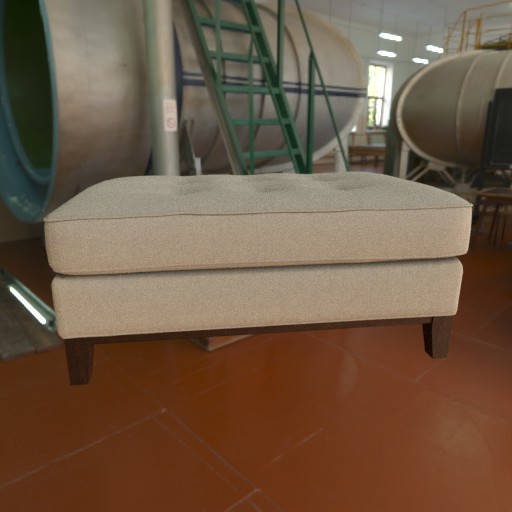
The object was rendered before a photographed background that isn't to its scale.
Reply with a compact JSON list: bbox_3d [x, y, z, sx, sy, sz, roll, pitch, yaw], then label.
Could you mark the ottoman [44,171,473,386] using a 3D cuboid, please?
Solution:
[{"bbox_3d":[0.000,0.000,1.478,1.143,0.508,0.648,-2,17,-8],"label":"ottoman"}]
